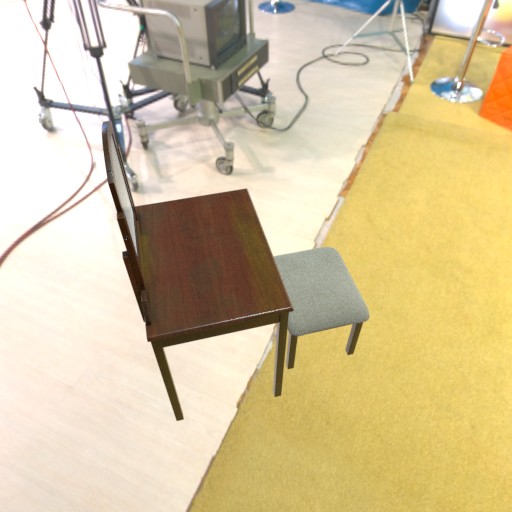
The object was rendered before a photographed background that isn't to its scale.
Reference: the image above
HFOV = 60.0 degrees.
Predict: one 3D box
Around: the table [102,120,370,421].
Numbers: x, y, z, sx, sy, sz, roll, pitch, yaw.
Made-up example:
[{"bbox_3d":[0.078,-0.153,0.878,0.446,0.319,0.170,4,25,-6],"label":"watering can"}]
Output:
[{"bbox_3d":[0.000,0.000,2.312,1.211,1.631,0.876,-11,48,-10],"label":"table"}]
